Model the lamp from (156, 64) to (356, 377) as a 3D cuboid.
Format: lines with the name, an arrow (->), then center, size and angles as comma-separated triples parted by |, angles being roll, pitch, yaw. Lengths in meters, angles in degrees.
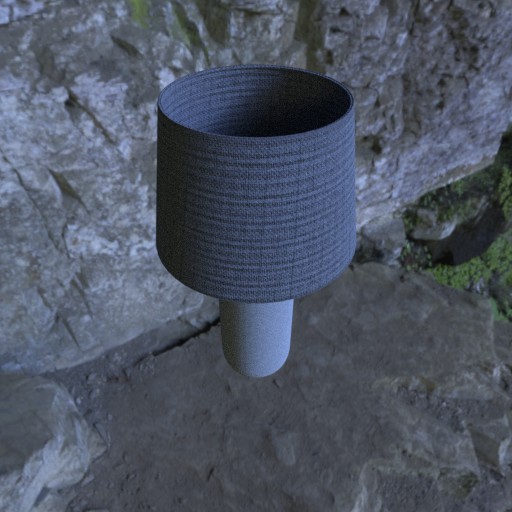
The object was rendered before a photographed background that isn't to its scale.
lamp -> 0.000, 0.000, 0.590 | 0.251, 0.429, 0.251 | 0, 40, 0
